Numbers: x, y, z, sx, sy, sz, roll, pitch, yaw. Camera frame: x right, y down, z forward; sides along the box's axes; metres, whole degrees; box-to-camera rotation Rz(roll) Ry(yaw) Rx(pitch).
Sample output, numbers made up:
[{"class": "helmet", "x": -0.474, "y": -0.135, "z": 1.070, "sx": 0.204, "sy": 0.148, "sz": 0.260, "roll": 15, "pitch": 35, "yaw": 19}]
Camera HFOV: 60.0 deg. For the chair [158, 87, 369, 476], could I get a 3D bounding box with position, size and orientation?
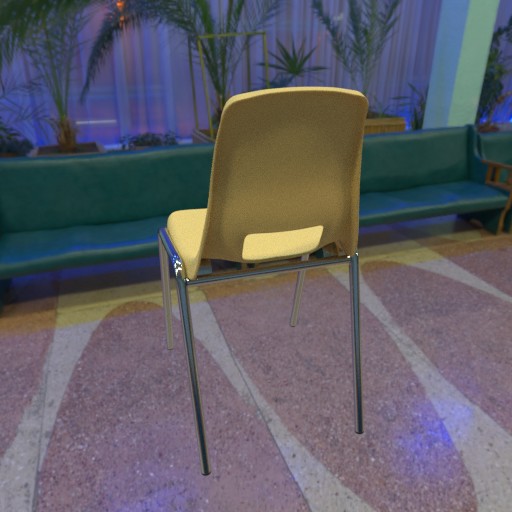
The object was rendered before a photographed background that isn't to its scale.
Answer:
[{"class": "chair", "x": 0.000, "y": 0.000, "z": 0.938, "sx": 0.381, "sy": 0.704, "sz": 0.436, "roll": -8, "pitch": 27, "yaw": -16}]
